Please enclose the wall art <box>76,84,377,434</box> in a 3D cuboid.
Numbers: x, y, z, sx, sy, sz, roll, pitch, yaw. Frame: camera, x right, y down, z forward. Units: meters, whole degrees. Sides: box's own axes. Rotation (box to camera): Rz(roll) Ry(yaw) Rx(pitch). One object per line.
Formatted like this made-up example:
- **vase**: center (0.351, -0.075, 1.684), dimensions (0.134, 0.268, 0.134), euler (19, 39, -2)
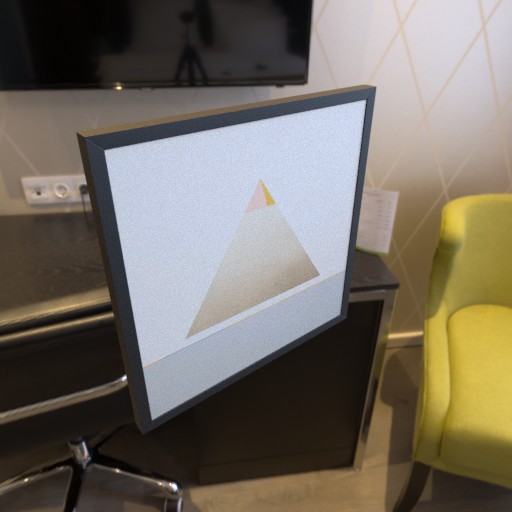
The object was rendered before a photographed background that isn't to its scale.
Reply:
- **wall art**: center (0.000, 0.000, 1.161), dimensions (0.769, 0.766, 0.042), euler (-22, 37, -32)
